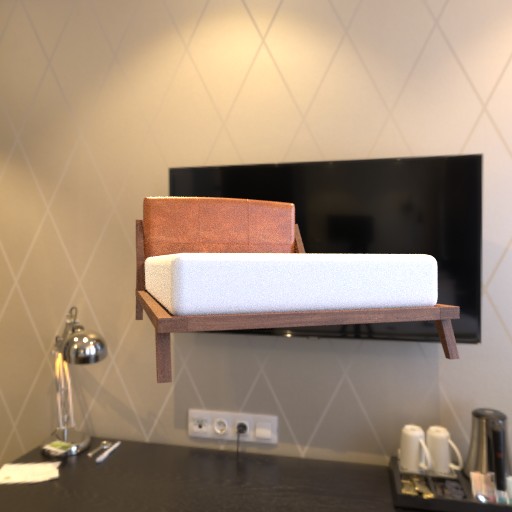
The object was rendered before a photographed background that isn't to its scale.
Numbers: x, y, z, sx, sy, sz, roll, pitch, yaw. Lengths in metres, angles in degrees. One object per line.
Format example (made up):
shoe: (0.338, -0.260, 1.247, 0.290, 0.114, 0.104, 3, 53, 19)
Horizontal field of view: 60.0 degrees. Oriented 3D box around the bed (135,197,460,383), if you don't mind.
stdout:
bed: (0.000, 0.000, 3.331, 1.651, 1.168, 2.311, 0, -1, -18)
